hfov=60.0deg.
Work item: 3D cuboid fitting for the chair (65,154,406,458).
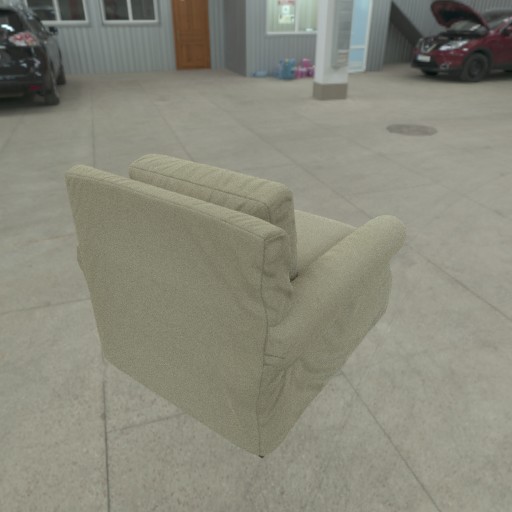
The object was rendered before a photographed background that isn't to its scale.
[{"bbox_3d":[0.000,0.000,1.768,0.940,0.866,1.066,20,35,31],"label":"chair"}]
